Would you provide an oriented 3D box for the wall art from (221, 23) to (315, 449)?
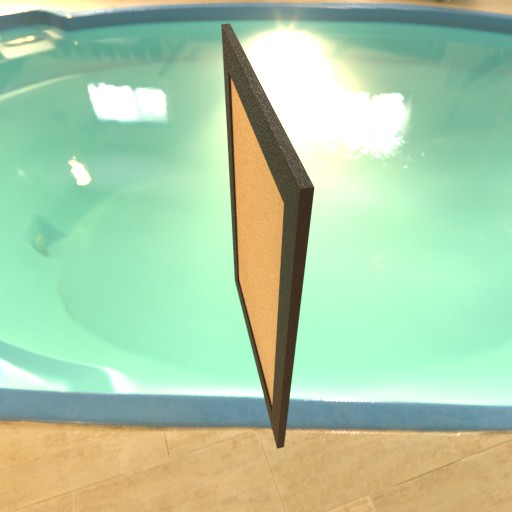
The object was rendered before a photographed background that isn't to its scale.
[{"bbox_3d":[0.000,0.000,0.637,0.013,0.508,0.359,-9,47,-9],"label":"wall art"}]
